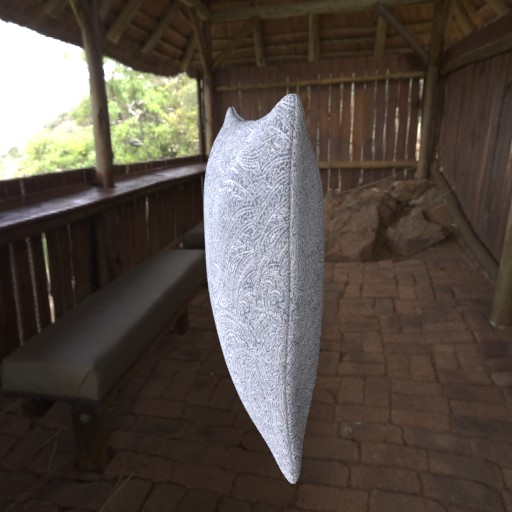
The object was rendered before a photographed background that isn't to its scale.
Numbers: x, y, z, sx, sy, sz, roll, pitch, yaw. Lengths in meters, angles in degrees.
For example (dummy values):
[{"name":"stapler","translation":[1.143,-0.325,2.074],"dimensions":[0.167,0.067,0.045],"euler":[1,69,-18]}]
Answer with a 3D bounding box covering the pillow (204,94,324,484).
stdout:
[{"name":"pillow","translation":[0.000,0.000,0.776],"dimensions":[0.166,0.510,0.523],"euler":[-3,17,-10]}]
